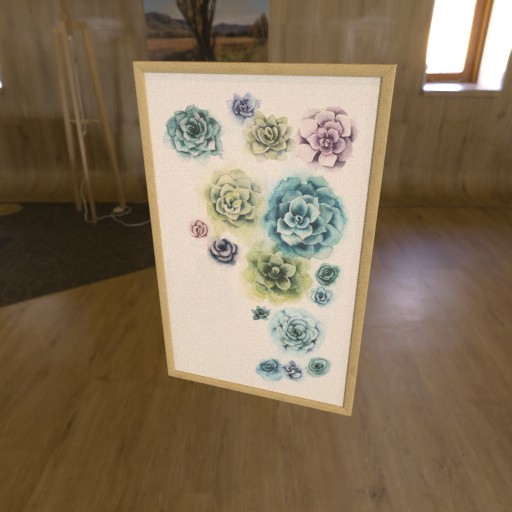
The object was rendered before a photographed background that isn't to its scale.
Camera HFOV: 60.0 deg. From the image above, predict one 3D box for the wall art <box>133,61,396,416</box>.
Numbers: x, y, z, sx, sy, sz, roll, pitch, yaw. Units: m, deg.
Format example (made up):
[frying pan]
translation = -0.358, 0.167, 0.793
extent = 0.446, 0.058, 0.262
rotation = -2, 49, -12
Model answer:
[wall art]
translation = 0.000, 0.000, 1.013
extent = 0.510, 0.810, 0.039
rotation = 8, 27, 16
